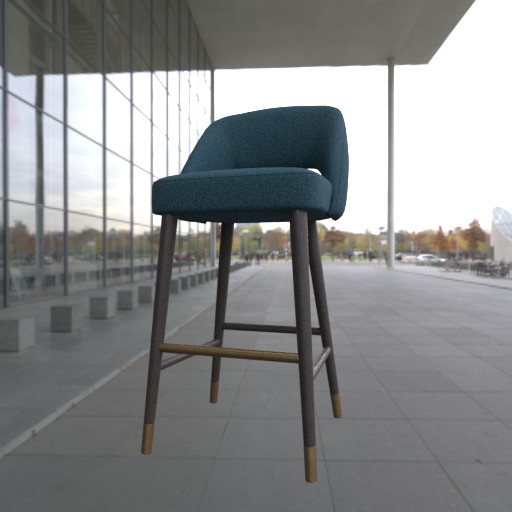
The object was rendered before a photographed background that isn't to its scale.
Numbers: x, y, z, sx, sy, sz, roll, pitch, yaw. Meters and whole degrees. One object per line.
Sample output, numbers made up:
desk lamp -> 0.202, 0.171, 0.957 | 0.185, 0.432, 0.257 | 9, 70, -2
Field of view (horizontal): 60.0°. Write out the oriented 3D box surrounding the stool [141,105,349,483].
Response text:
stool -> 0.000, 0.000, 1.321 | 0.536, 1.032, 0.522 | 0, 0, 19
